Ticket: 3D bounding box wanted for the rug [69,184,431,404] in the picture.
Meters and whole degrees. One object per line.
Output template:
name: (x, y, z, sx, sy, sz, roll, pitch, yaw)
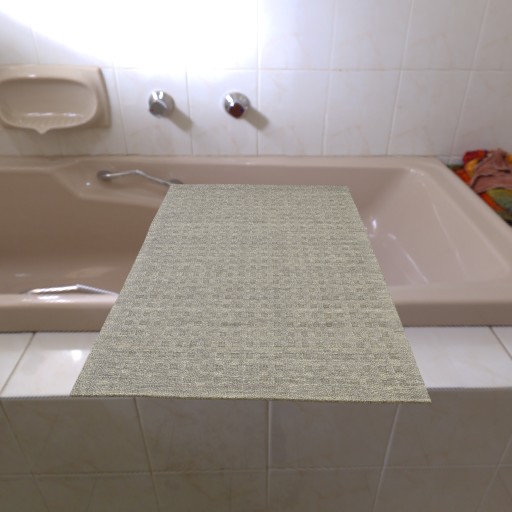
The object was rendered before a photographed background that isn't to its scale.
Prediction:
rug: (0.000, 0.000, 2.840, 1.532, 0.018, 2.297, 1, 32, 1)
